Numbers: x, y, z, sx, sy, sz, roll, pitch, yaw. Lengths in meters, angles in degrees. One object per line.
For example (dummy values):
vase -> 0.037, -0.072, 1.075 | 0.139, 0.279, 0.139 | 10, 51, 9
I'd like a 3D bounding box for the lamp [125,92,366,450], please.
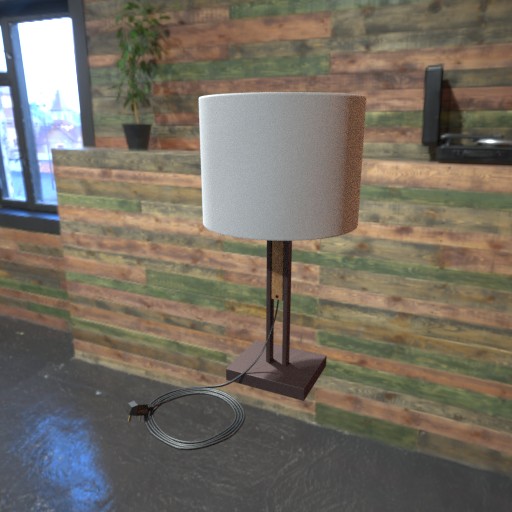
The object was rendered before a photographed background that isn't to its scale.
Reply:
lamp -> 0.000, 0.000, 0.983 | 0.396, 0.668, 0.525 | 8, 18, 25
